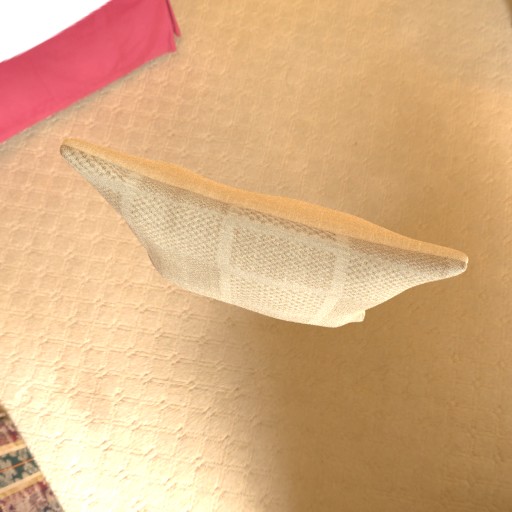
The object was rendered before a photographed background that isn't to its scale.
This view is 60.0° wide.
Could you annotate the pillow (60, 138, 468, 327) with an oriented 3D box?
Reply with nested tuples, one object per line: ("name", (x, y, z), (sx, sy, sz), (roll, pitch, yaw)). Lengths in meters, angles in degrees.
("pillow", (0.000, 0.000, 0.656), (0.436, 0.432, 0.138), (17, 76, 4))
